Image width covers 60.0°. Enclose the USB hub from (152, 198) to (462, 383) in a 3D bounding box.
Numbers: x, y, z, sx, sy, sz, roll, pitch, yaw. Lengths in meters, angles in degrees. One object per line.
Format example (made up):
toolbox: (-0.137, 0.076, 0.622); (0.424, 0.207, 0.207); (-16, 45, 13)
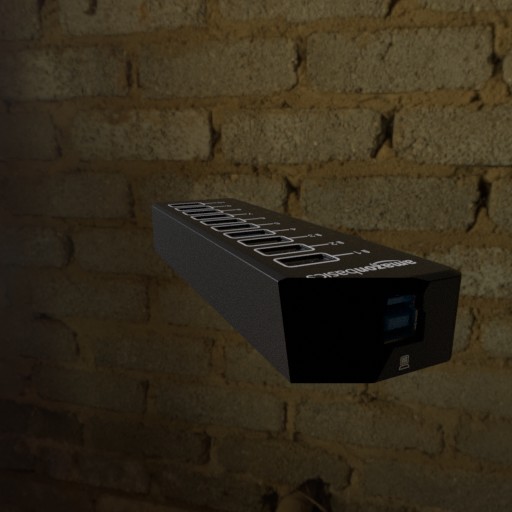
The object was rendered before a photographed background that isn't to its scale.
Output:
USB hub: (0.000, 0.000, 0.162); (0.044, 0.023, 0.145); (-7, 17, -25)
